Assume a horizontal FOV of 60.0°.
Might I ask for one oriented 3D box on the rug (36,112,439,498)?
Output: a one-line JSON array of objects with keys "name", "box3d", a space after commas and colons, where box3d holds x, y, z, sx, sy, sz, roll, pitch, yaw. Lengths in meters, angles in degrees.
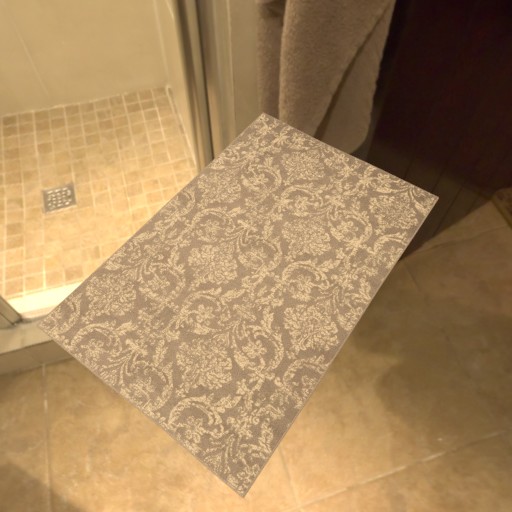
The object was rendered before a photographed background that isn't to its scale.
[{"name": "rug", "box3d": [0.000, 0.000, 3.416, 1.819, 0.018, 2.746, 32, 63, 18]}]
